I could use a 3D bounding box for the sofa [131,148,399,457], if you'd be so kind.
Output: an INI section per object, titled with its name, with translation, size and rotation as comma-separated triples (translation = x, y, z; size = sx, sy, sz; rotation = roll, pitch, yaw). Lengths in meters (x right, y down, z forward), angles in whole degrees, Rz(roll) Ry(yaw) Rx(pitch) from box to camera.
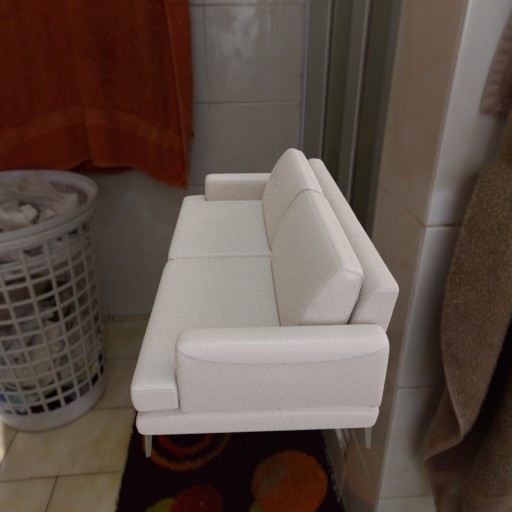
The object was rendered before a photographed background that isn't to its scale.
[sofa]
translation = 0.000, 0.000, 2.400
size = 0.974, 0.765, 1.940
rotation = -1, 28, -2
